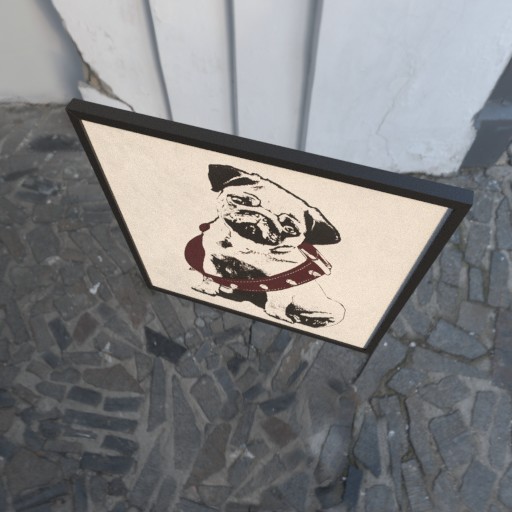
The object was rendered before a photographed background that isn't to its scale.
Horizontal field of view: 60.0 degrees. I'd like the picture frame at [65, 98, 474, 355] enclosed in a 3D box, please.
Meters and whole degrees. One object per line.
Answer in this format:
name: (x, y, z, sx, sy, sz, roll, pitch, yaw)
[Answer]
picture frame: (0.000, 0.000, 1.144, 0.775, 0.775, 0.032, 15, 60, 9)
